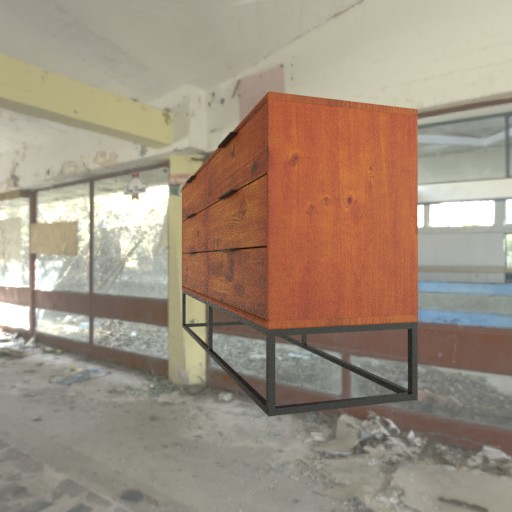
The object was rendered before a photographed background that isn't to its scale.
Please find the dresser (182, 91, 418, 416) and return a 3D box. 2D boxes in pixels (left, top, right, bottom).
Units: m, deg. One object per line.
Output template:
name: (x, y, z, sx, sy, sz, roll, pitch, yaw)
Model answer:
dresser: (0.000, 0.000, 1.897, 0.464, 0.810, 1.536, 0, 0, -17)
